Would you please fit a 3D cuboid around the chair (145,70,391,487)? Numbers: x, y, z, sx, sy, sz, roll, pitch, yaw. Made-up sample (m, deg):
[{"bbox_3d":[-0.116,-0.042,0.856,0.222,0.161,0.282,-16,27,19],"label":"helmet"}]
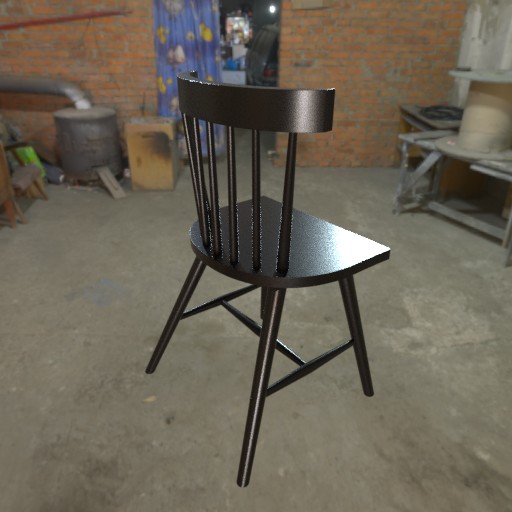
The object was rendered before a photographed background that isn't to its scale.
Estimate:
[{"bbox_3d":[0.000,0.000,1.125,0.483,0.844,0.506,-20,33,-33],"label":"chair"}]
